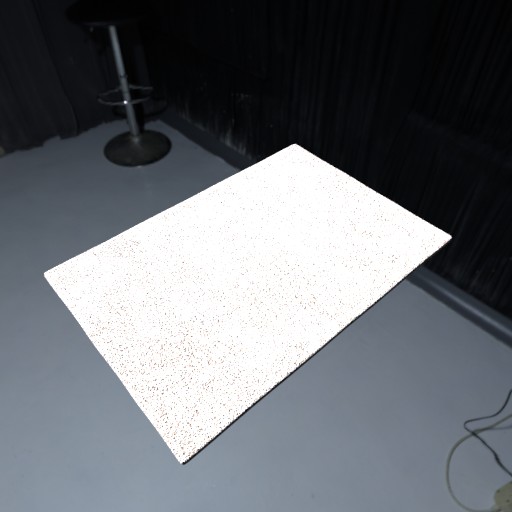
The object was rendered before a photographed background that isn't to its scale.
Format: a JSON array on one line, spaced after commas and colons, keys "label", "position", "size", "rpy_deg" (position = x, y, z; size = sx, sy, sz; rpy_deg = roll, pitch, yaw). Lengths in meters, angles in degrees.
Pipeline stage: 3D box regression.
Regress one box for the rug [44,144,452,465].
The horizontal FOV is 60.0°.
[{"label": "rug", "position": [0.000, 0.000, 2.318], "size": [1.778, 0.030, 1.219], "rpy_deg": [-33, 55, -27]}]
